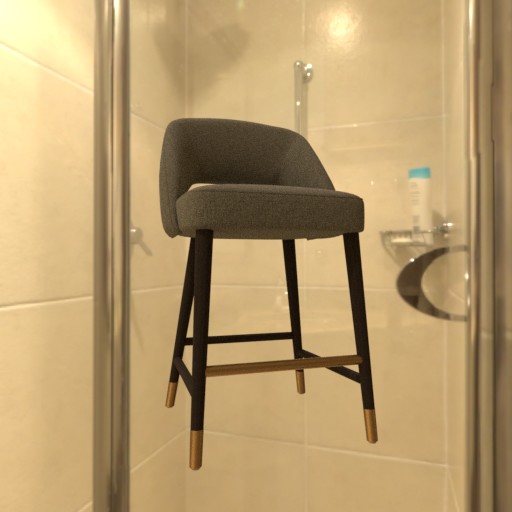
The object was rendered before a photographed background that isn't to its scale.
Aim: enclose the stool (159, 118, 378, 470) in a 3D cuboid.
[{"bbox_3d":[0.000,0.000,1.267,0.536,0.925,0.524,0,-1,-18],"label":"stool"}]
